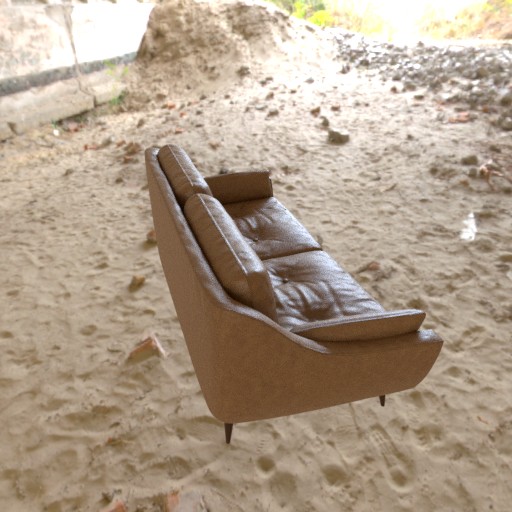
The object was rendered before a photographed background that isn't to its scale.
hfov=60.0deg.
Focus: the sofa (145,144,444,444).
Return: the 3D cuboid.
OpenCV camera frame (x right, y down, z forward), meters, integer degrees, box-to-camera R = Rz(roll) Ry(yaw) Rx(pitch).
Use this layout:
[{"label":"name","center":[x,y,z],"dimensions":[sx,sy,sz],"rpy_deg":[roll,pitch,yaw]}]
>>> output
[{"label":"sofa","center":[0.000,0.000,2.351],"dimensions":[0.904,0.839,1.902],"rpy_deg":[-10,32,-16]}]
